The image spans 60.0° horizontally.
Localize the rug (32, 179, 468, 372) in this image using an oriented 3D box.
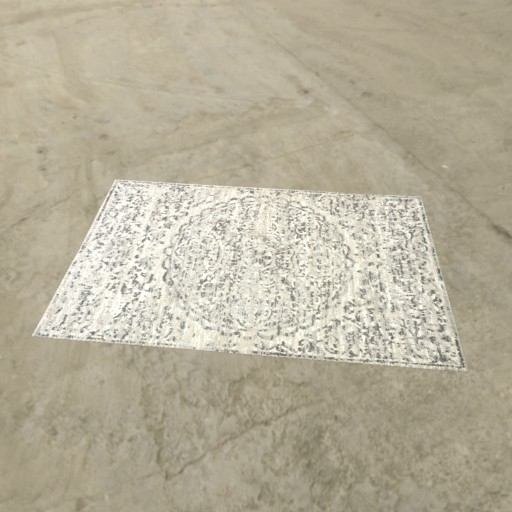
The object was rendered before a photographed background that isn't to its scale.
[{"bbox_3d":[0.000,0.000,3.002,2.447,0.021,1.527,4,46,4],"label":"rug"}]
